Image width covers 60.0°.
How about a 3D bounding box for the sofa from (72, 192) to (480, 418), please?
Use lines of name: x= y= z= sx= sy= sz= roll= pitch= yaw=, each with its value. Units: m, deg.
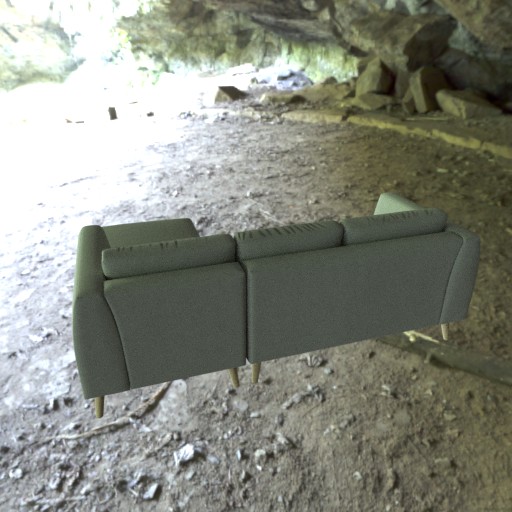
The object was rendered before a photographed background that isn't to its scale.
sofa: x=0.000 y=0.000 z=3.031 sx=2.300 sy=0.860 sz=1.580 roll=-8 pitch=27 yaw=-16
